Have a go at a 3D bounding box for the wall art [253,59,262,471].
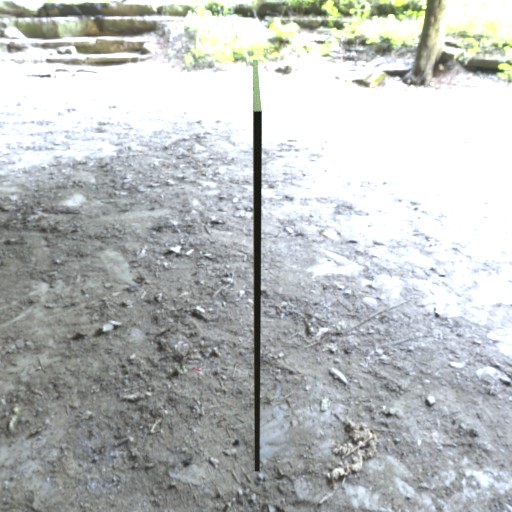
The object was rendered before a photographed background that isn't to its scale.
[{"bbox_3d":[0.000,0.000,1.480,0.016,1.116,0.810,0,30,0],"label":"wall art"}]
